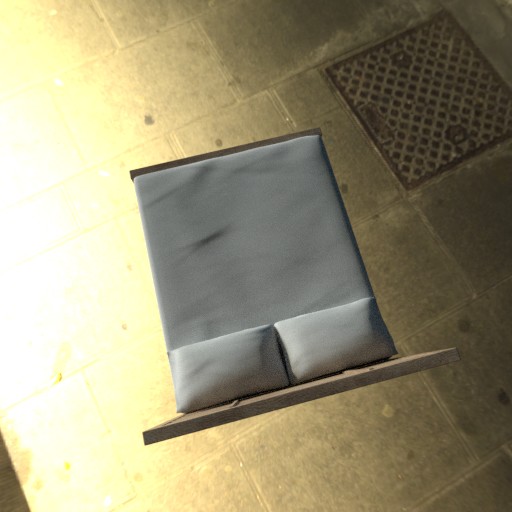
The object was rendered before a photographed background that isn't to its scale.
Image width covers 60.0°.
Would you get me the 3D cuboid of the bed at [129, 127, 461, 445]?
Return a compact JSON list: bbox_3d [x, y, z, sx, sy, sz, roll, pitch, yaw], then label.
[{"bbox_3d":[0.000,0.000,3.218,1.615,1.631,2.017,-14,75,-4],"label":"bed"}]
